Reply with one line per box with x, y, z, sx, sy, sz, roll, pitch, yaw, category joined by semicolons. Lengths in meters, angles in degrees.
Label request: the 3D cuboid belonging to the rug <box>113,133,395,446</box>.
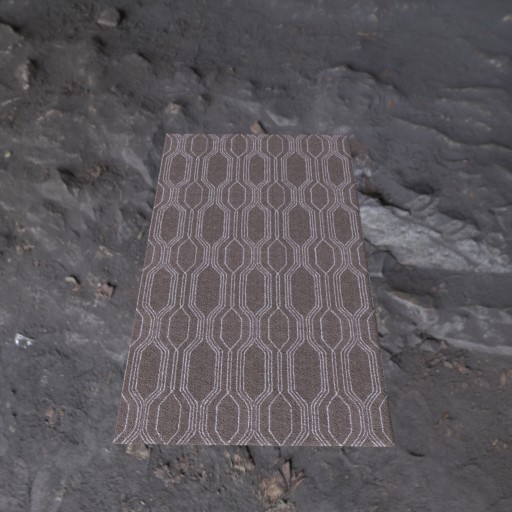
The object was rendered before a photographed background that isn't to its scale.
0.000;0.000;3.087;1.541;0.012;2.457;0;57;0;rug
